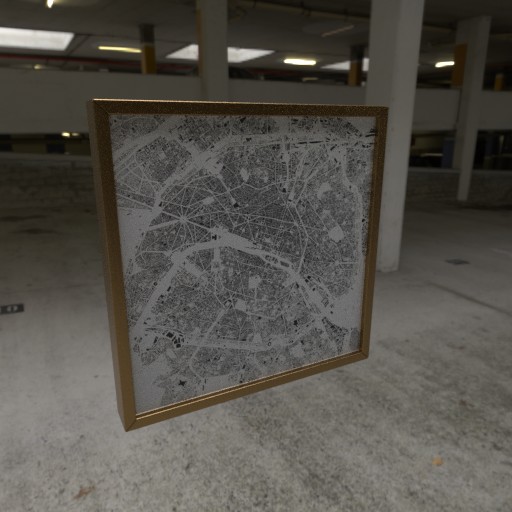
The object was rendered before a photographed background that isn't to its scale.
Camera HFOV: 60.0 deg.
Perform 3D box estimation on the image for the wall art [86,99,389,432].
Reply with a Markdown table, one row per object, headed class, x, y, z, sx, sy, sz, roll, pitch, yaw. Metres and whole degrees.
| class | x | y | z | sx | sy | sz | roll | pitch | yaw |
| --- | --- | --- | --- | --- | --- | --- | --- | --- | --- |
| wall art | 0.000 | 0.000 | 0.468 | 0.305 | 0.305 | 0.037 | -9 | 19 | -27 |
